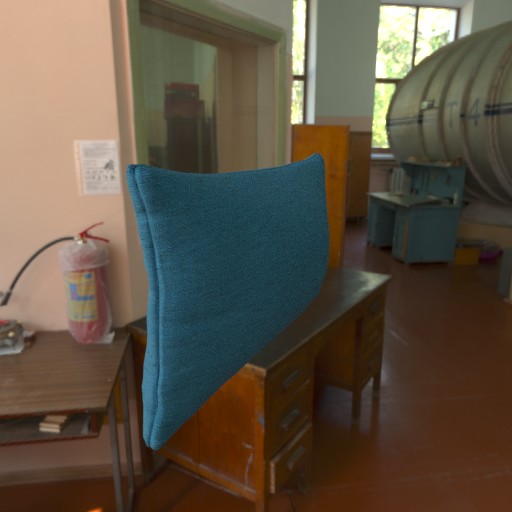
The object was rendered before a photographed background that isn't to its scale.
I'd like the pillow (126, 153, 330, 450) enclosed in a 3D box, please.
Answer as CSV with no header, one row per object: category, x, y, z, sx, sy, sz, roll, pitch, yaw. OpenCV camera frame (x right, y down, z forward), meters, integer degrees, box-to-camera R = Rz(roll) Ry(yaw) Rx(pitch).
pillow,0.000,0.000,0.771,0.210,0.338,0.633,7,16,25
